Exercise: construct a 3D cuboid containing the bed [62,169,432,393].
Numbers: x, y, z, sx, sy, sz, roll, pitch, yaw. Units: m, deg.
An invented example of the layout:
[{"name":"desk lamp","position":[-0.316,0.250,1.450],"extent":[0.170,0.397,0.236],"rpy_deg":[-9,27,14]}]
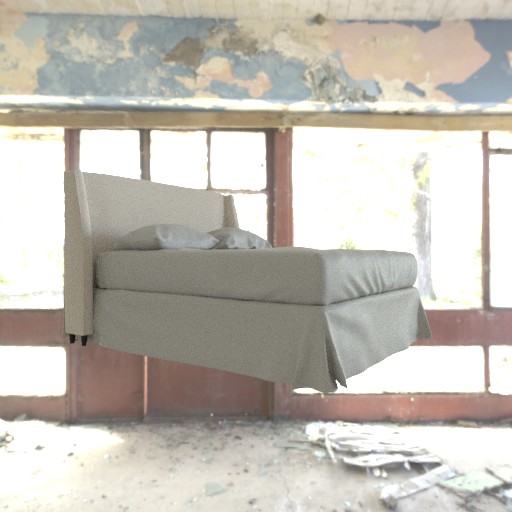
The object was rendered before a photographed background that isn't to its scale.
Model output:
[{"name":"bed","position":[0.000,0.000,3.468],"extent":[2.276,1.332,1.925],"rpy_deg":[0,1,36]}]
